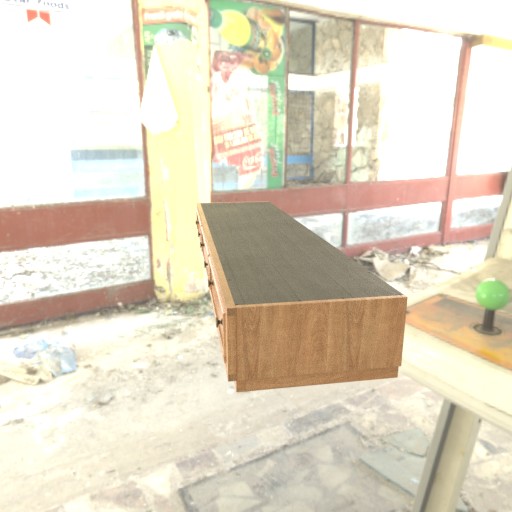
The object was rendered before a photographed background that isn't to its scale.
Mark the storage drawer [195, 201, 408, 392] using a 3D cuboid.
[{"bbox_3d":[0.000,0.000,2.222,0.538,0.264,2.032,-2,15,-9],"label":"storage drawer"}]
